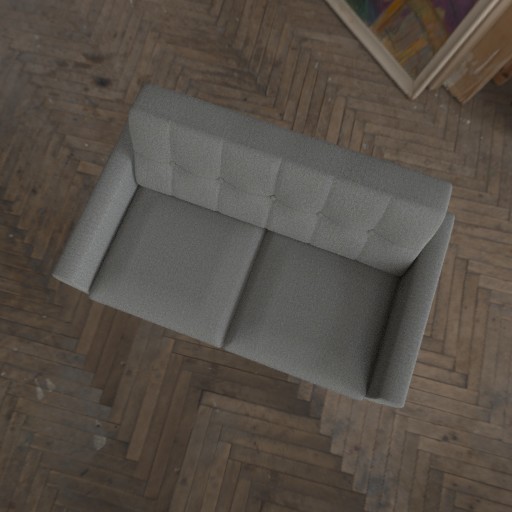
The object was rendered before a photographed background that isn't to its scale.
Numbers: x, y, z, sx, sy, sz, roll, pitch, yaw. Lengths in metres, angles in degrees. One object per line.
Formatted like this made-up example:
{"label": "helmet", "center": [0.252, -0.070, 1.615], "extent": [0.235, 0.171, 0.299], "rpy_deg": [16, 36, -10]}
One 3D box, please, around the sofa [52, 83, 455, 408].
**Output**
{"label": "sofa", "center": [0.000, 0.000, 2.183], "extent": [1.651, 0.925, 0.952], "rpy_deg": [20, 76, 5]}
